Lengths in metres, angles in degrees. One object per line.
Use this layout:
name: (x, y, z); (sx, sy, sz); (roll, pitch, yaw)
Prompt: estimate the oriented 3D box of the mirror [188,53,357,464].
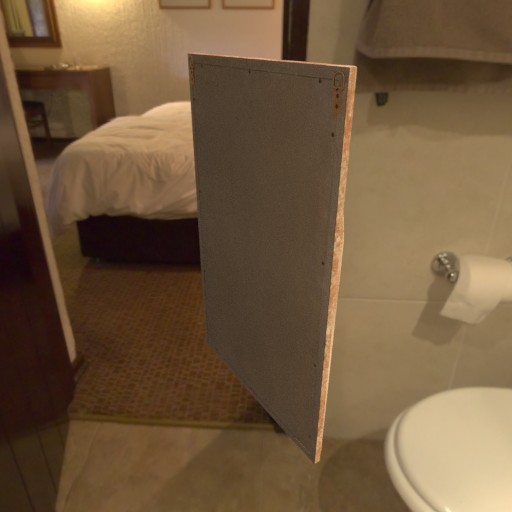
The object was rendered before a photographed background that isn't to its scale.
mirror: (0.000, 0.000, 0.964); (0.058, 0.787, 0.495); (-17, 31, -30)
